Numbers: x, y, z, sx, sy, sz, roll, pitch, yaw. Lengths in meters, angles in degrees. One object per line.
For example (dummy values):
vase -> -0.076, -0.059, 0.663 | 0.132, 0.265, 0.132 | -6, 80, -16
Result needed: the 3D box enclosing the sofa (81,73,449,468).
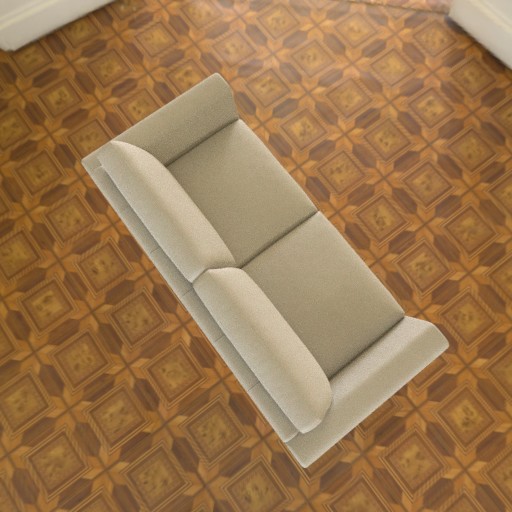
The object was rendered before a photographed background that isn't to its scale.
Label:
sofa -> 0.000, 0.000, 2.508 | 0.953, 0.875, 2.017 | -36, 78, -9
